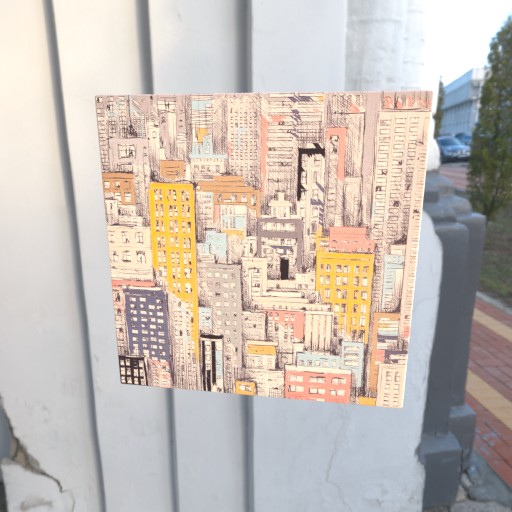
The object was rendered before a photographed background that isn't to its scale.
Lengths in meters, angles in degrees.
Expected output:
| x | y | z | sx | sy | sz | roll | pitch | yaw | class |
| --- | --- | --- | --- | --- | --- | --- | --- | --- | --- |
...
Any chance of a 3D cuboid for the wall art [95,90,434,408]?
| x | y | z | sx | sy | sz | roll | pitch | yaw | class |
| --- | --- | --- | --- | --- | --- | --- | --- | --- | --- |
| 0.000 | 0.000 | 1.103 | 0.761 | 0.762 | 0.048 | 2 | 15 | 9 | wall art |
